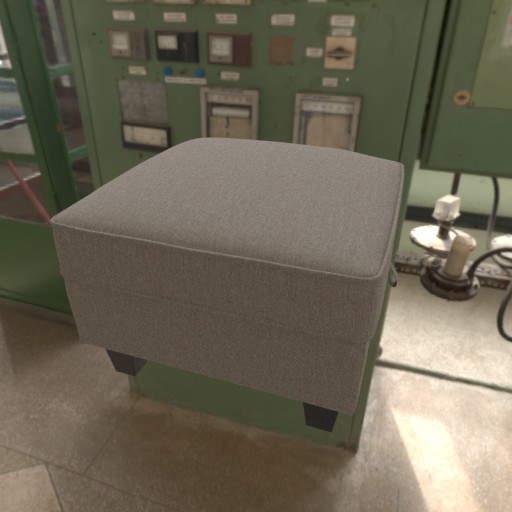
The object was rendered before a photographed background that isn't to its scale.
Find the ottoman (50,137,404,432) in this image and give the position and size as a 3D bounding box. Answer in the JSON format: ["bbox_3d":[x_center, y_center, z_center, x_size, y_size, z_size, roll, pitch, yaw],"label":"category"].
[{"bbox_3d":[0.000,0.000,1.412,0.871,0.612,0.808,10,32,17],"label":"ottoman"}]
